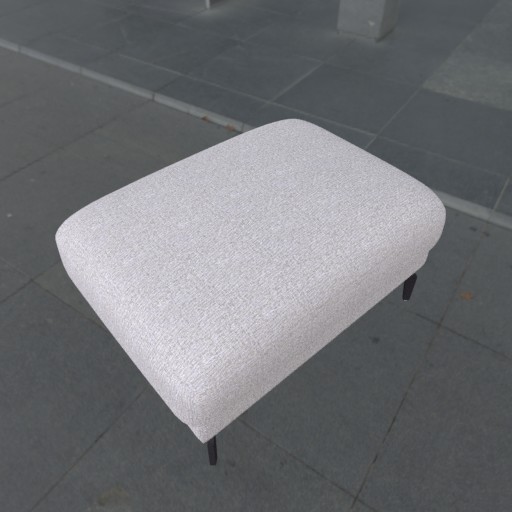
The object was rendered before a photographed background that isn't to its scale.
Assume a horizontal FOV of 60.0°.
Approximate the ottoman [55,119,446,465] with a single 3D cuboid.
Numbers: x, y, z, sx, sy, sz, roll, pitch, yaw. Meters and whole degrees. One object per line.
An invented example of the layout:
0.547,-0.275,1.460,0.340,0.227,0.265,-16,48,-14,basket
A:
0.000,0.000,1.094,0.772,0.420,0.568,-32,54,-27,ottoman
